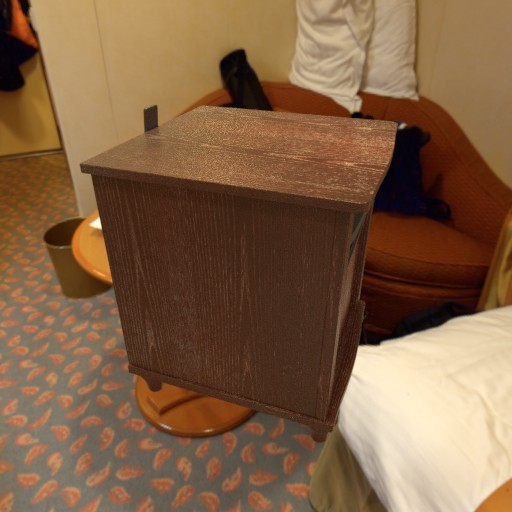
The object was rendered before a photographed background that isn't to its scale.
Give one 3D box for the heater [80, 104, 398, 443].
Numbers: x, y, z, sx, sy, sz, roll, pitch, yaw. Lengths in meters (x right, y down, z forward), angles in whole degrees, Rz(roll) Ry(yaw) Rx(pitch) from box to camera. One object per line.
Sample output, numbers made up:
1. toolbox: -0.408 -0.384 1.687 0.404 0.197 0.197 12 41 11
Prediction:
1. heater: 0.000 0.000 0.776 0.400 0.481 0.362 11 33 17
